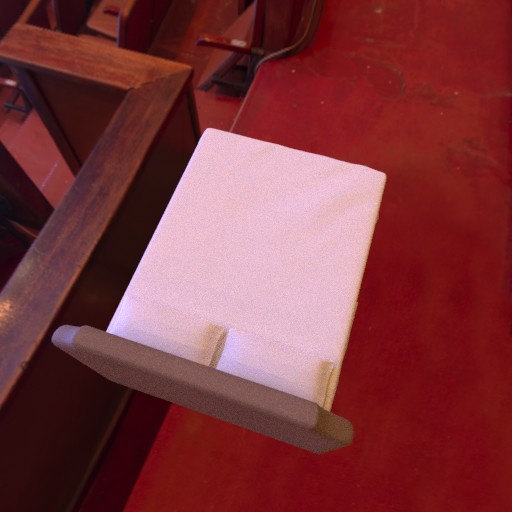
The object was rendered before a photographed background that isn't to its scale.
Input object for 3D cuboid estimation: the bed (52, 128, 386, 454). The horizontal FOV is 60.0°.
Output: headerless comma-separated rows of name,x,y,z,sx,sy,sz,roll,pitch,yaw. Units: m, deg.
bed,0.000,0.000,3.132,1.693,1.290,2.116,17,65,8
